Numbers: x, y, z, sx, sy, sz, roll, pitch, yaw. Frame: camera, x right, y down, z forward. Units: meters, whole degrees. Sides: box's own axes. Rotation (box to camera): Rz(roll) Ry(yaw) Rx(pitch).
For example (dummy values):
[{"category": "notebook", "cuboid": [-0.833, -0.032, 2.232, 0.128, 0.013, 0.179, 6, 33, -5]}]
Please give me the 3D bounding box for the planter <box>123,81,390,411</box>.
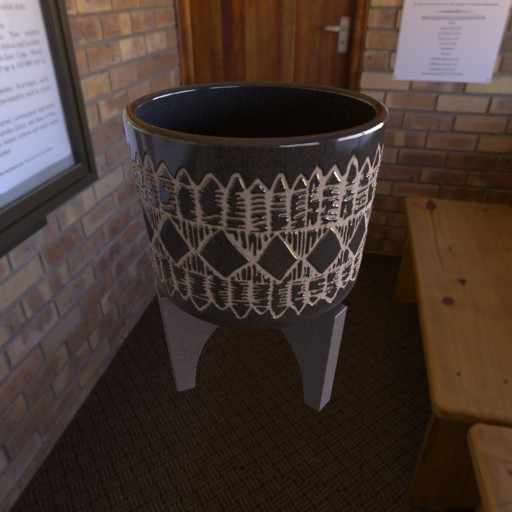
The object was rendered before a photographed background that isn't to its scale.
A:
[{"category": "planter", "cuboid": [0.000, 0.000, 0.266, 0.129, 0.177, 0.129, 0, 31, 0]}]
